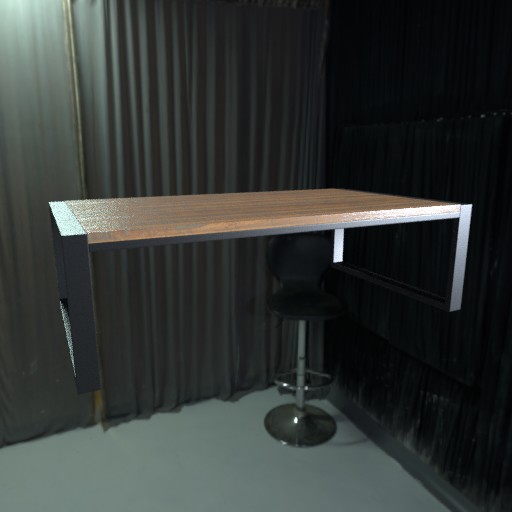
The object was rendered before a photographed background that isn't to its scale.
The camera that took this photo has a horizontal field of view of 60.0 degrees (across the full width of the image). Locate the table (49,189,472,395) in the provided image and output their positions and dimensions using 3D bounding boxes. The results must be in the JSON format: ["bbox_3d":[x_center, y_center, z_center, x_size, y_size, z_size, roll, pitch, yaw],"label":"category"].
[{"bbox_3d":[0.000,0.000,1.661,1.350,0.400,0.750,-7,15,-26],"label":"table"}]
